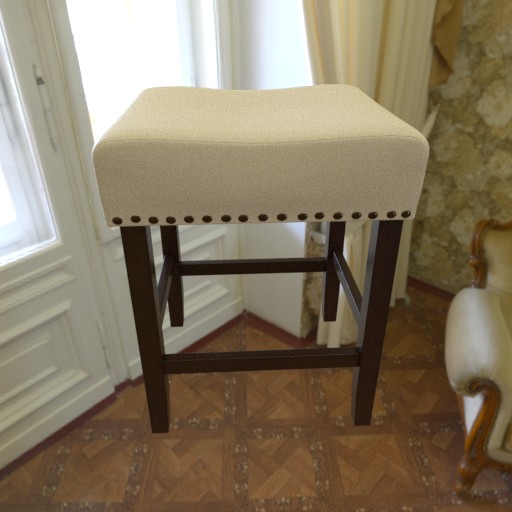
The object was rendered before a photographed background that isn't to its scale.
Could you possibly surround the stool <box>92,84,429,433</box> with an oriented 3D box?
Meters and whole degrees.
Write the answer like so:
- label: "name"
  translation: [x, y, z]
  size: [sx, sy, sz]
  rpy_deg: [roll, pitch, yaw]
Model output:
- label: "stool"
  translation: [0.000, 0.000, 0.913]
  size: [0.471, 0.609, 0.401]
  rpy_deg: [-2, 30, -3]
